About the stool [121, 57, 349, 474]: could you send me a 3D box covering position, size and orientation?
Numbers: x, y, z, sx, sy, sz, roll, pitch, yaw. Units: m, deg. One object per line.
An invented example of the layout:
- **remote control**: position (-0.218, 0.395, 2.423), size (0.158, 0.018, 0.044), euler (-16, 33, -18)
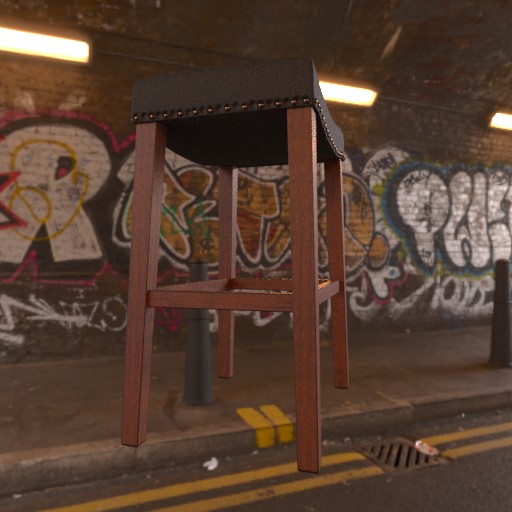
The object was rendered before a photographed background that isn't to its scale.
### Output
- **stool**: position (0.000, 0.000, 0.876), size (0.320, 0.612, 0.439), euler (0, 0, 17)
